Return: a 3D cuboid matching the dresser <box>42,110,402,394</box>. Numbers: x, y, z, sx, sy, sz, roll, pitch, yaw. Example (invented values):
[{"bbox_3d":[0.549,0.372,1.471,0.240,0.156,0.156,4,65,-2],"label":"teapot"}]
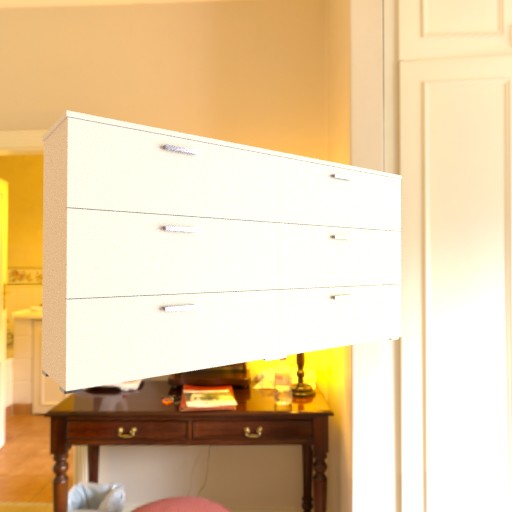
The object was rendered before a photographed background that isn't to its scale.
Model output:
[{"bbox_3d":[0.000,0.000,1.803,1.535,0.790,0.333,1,-1,-37],"label":"dresser"}]
